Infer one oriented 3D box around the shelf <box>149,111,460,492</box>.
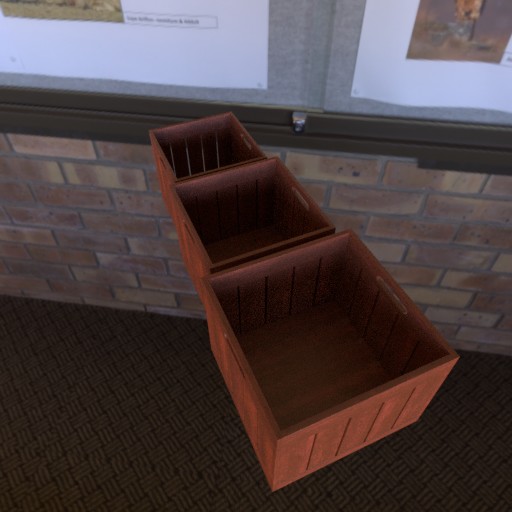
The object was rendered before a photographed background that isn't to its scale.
[{"bbox_3d":[0.000,0.000,1.248,0.393,0.311,1.064,-18,50,-16],"label":"shelf"}]
